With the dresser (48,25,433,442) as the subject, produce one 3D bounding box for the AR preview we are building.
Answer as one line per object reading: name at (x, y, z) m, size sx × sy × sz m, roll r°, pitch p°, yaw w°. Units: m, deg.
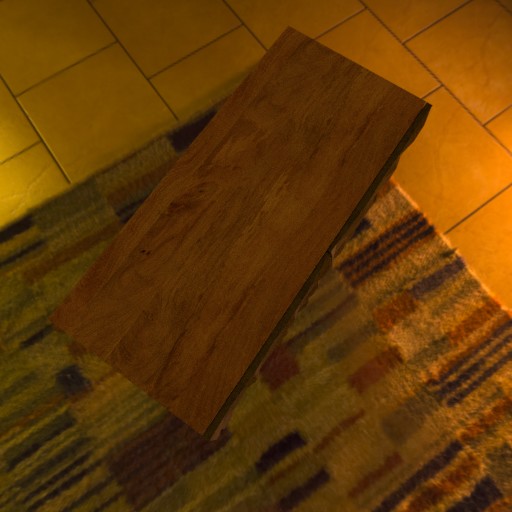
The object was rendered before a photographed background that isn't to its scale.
dresser at (0.000, 0.000, 1.448) m, size 0.446 × 0.847 × 0.967 m, roll 33°, pitch 76°, yaw 9°
